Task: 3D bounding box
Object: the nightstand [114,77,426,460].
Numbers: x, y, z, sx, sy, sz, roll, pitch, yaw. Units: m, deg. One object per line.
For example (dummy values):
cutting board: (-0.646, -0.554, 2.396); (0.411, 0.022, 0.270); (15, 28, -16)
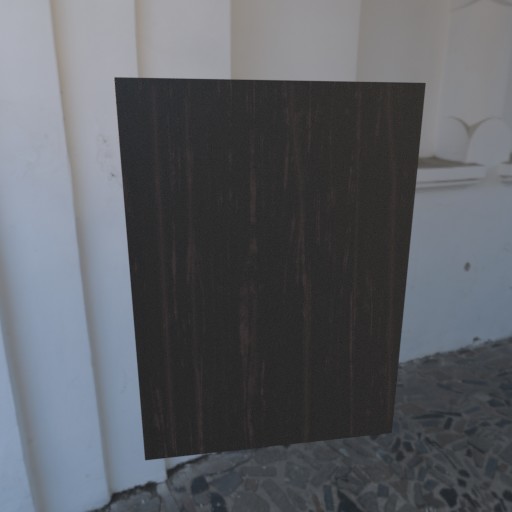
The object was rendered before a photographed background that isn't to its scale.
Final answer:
nightstand: (0.000, 0.000, 0.803); (0.400, 0.559, 0.356); (-3, 16, -9)
